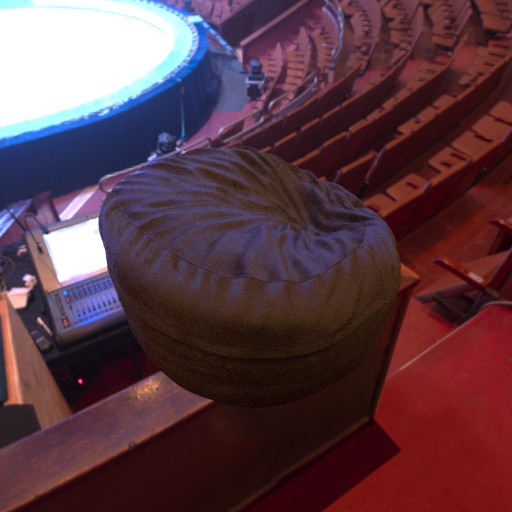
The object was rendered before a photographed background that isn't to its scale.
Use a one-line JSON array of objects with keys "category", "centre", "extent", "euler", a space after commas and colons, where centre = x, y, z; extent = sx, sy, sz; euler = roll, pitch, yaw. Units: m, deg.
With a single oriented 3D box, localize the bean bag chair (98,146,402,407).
[{"category": "bean bag chair", "centre": [0.000, 0.000, 2.024], "extent": [1.245, 0.821, 1.245], "euler": [0, 41, 0]}]
